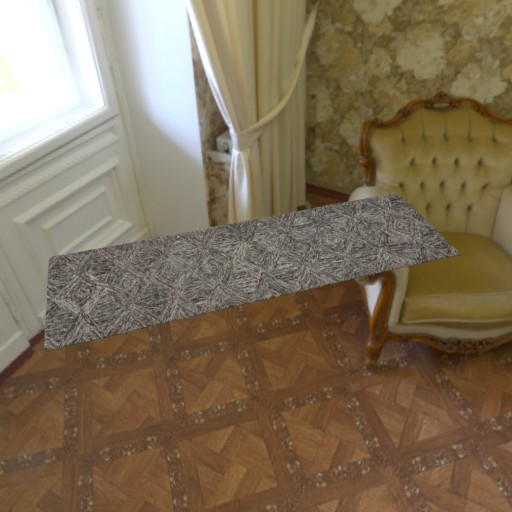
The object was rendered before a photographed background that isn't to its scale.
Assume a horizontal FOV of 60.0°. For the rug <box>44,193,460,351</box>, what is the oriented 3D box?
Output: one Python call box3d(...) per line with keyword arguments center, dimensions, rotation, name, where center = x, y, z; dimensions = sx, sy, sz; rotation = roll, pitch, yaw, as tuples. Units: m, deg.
box3d(center=(0.000, 0.000, 2.589), dimensions=(2.305, 0.013, 0.719), rotation=(-12, 42, -13), name="rug")
